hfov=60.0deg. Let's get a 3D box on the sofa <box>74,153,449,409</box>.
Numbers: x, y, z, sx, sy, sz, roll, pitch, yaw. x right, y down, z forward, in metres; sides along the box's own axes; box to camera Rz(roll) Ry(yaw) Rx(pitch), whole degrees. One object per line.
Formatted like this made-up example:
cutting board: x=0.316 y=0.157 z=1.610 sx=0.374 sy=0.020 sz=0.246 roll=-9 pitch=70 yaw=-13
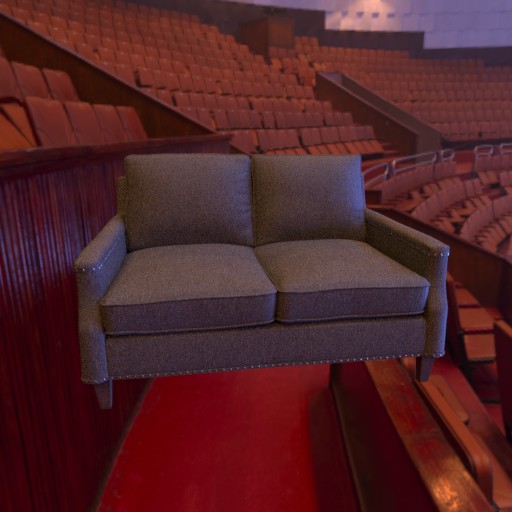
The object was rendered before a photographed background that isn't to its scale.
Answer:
sofa: x=0.000 y=0.000 z=2.302 sx=1.597 sy=1.003 sz=1.084 roll=-2 pitch=17 yaw=-8
